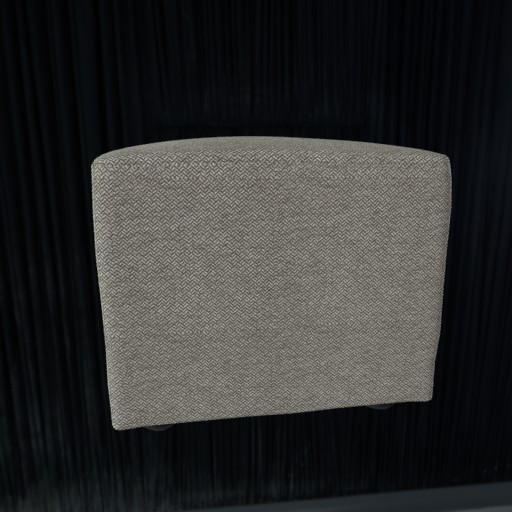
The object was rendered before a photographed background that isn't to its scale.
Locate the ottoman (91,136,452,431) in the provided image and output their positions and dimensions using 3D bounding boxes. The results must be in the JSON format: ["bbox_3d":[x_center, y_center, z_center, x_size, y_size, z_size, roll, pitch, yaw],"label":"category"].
[{"bbox_3d":[0.000,0.000,0.876,0.512,0.453,0.519,-2,14,-9],"label":"ottoman"}]
